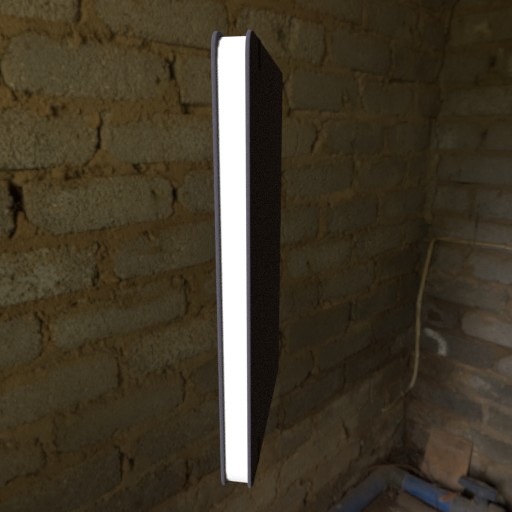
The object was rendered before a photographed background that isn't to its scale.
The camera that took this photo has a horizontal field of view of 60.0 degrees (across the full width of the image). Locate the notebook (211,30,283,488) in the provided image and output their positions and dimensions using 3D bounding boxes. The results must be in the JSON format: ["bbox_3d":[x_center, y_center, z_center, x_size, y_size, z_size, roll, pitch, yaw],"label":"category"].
[{"bbox_3d":[0.000,0.000,0.254,0.016,0.213,0.127,2,15,9],"label":"notebook"}]
